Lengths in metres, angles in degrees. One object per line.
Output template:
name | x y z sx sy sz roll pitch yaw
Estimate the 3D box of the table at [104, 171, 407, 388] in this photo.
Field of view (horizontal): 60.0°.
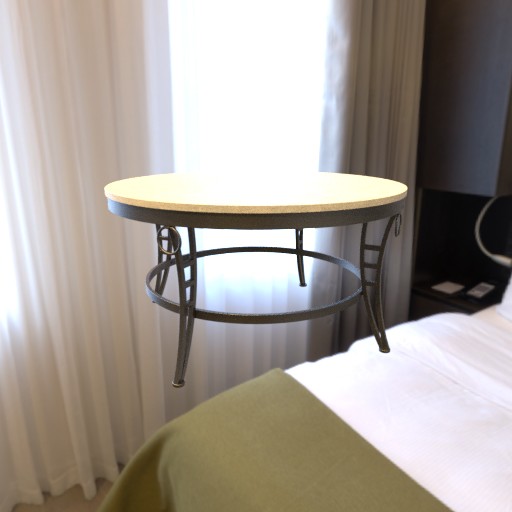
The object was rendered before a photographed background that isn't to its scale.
table | 0.000 0.000 1.432 0.889 0.470 0.889 0 16 0
